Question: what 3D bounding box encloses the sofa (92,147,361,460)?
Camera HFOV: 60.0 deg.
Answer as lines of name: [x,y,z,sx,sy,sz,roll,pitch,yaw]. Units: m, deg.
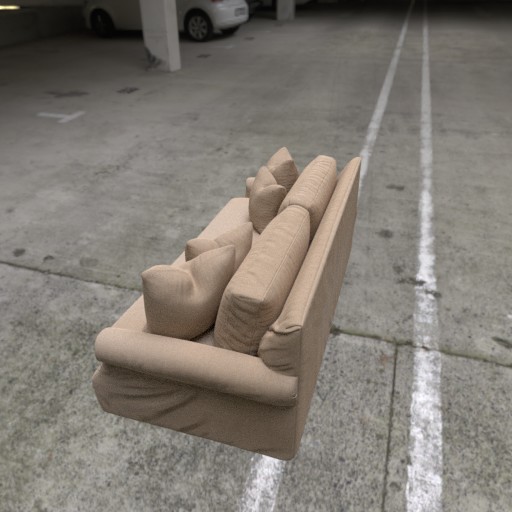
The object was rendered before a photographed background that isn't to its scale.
sofa: [0.000,0.000,2.832,1.067,0.904,2.285,9,31,15]
